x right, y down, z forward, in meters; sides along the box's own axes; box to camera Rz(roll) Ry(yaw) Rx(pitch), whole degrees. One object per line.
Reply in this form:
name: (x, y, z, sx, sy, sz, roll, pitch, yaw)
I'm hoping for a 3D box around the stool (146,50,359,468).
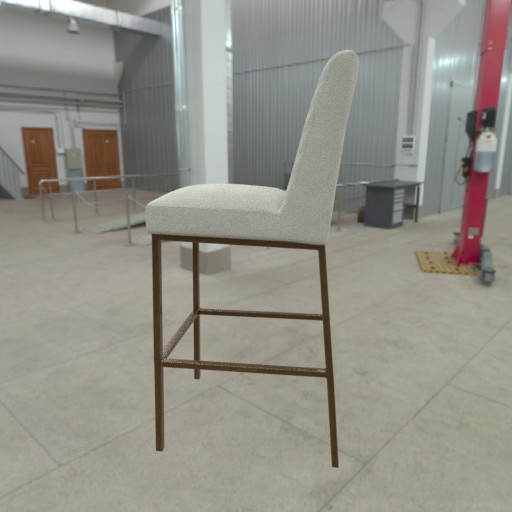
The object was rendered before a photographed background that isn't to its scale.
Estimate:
stool: (0.000, 0.000, 1.345, 0.546, 1.084, 0.462, 2, 14, 7)
